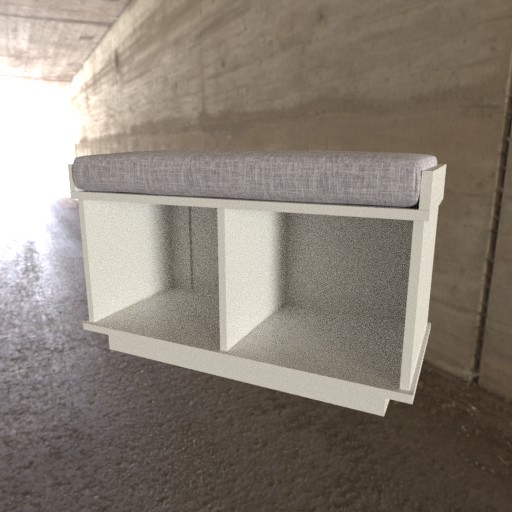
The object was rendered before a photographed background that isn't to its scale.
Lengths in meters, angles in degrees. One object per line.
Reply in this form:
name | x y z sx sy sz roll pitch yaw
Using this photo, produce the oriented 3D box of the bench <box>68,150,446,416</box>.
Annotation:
bench | 0.000 0.000 0.994 0.734 0.461 0.362 6 15 25
